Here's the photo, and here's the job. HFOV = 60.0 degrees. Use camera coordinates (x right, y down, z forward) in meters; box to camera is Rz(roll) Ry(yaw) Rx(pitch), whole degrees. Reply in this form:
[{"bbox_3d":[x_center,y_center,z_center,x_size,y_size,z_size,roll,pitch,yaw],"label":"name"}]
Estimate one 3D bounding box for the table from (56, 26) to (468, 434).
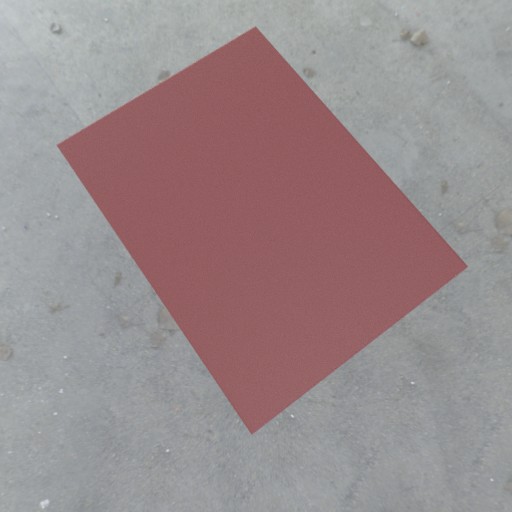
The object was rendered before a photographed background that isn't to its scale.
[{"bbox_3d":[0.000,0.000,1.093,0.451,0.686,0.599,-35,77,-9],"label":"table"}]
